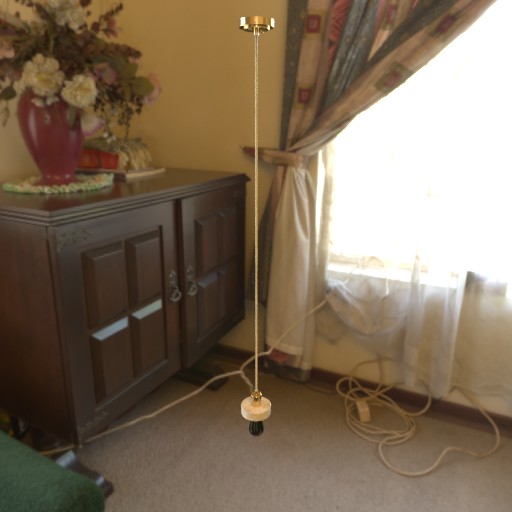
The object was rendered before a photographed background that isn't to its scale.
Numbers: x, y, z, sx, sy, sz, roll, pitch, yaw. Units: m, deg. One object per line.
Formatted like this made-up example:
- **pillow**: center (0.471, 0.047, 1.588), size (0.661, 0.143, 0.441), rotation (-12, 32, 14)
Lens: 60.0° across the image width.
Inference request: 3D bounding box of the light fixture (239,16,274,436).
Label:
- **light fixture**: center (0.000, 0.000, 1.742), size (0.129, 1.669, 0.129), rotation (3, 17, 10)
